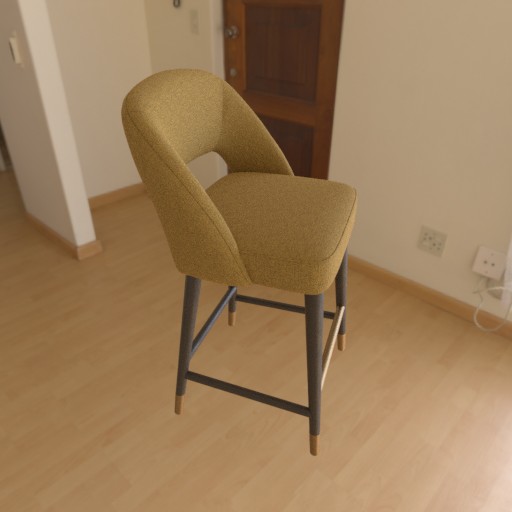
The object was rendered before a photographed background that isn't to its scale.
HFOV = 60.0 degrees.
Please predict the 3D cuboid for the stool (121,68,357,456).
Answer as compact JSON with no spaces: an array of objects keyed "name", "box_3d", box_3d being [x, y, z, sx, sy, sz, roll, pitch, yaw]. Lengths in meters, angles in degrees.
[{"name":"stool","box_3d":[0.000,0.000,1.239,0.522,0.939,0.536,10,33,16]}]
